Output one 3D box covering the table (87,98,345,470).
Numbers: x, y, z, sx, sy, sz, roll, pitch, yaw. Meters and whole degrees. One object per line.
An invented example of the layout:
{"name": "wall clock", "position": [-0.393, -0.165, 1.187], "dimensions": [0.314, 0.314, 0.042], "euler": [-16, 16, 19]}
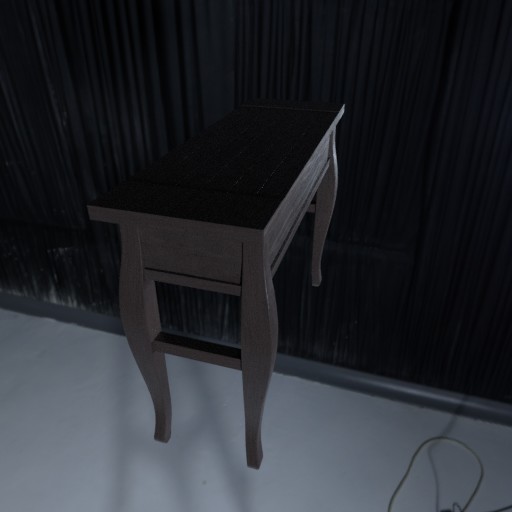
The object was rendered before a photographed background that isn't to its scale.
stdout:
{"name": "table", "position": [0.000, 0.000, 1.441], "dimensions": [0.373, 0.768, 1.062], "euler": [9, 32, 15]}
